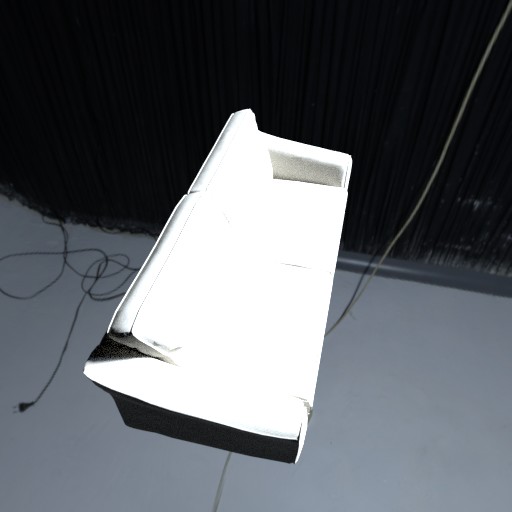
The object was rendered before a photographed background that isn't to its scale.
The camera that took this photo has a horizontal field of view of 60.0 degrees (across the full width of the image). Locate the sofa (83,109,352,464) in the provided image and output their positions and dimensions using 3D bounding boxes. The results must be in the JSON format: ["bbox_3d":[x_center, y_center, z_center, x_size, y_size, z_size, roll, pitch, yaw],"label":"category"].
[{"bbox_3d":[0.000,0.000,2.743,0.980,0.965,2.270,10,46,10],"label":"sofa"}]
